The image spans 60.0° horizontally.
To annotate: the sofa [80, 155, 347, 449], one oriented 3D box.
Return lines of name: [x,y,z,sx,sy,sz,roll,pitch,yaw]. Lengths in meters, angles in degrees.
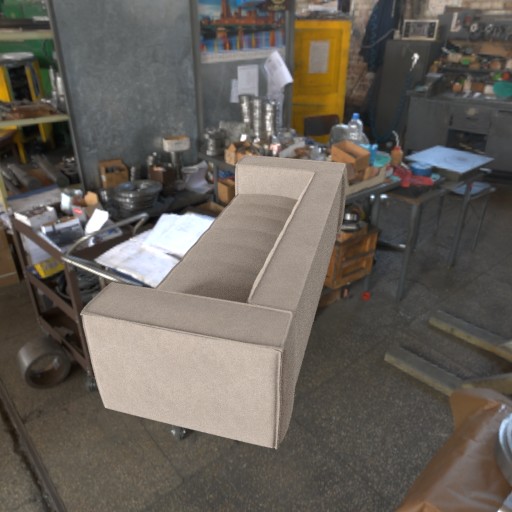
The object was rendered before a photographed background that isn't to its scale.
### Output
sofa: [0.000,0.000,3.209,1.038,0.680,2.697,8,30,14]
